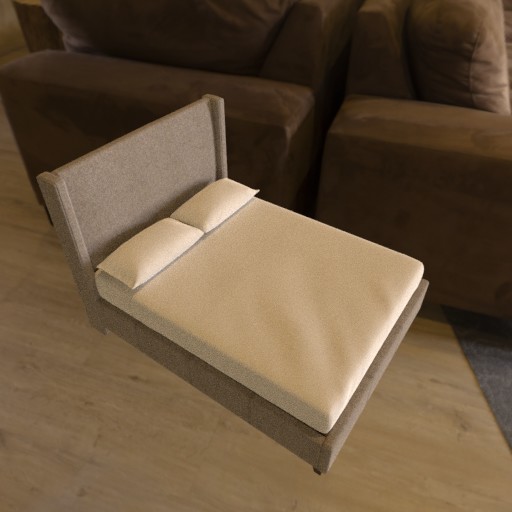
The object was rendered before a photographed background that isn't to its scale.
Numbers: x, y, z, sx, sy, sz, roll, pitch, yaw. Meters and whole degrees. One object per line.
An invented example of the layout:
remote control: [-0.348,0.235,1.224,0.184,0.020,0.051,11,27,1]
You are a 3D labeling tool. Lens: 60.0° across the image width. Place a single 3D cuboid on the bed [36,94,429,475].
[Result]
bed: [0.000,0.000,3.340,2.245,1.476,1.714,24,46,26]
